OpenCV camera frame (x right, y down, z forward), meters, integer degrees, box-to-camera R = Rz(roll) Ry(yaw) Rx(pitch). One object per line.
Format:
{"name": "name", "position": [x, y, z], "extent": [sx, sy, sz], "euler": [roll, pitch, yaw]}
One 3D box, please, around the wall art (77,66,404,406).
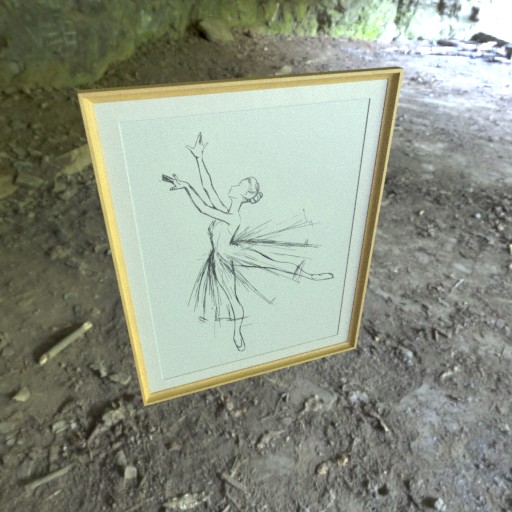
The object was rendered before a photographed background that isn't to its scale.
{"name": "wall art", "position": [0.000, 0.000, 1.319], "extent": [0.798, 1.002, 0.030], "euler": [-11, 35, -16]}
